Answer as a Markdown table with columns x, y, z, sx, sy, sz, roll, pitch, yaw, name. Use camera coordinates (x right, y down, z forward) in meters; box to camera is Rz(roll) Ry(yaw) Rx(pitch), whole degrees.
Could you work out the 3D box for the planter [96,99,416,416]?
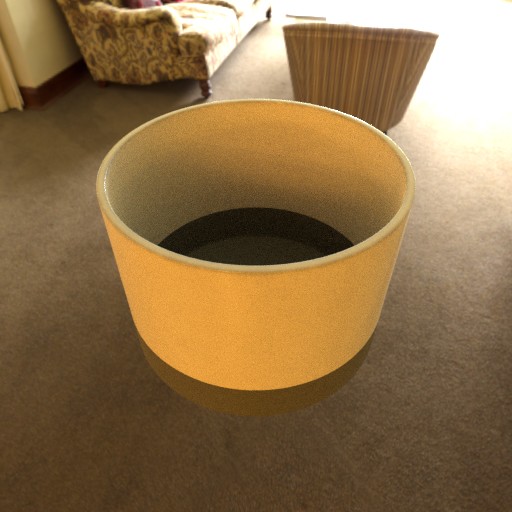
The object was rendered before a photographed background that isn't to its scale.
| x | y | z | sx | sy | sz | roll | pitch | yaw | name |
| --- | --- | --- | --- | --- | --- | --- | --- | --- | --- |
| 0.000 | 0.000 | 0.219 | 0.128 | 0.105 | 0.128 | 0 | 43 | 0 | planter |
